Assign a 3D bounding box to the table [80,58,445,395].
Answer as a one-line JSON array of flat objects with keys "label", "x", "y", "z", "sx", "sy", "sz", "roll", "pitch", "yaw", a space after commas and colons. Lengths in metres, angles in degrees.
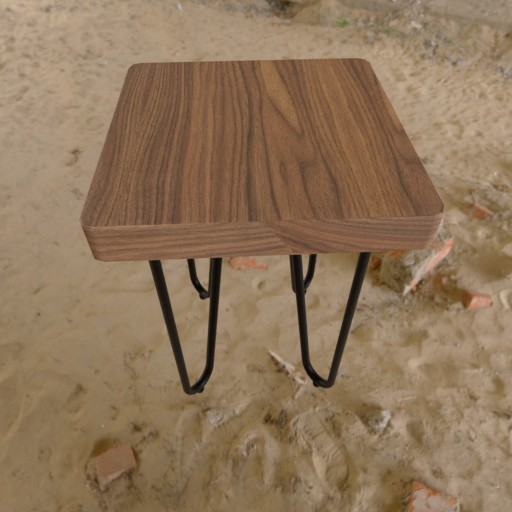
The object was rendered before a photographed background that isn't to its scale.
[{"label": "table", "x": 0.000, "y": 0.000, "z": 0.962, "sx": 0.479, "sy": 0.641, "sz": 0.480, "roll": -2, "pitch": 47, "yaw": -2}]
